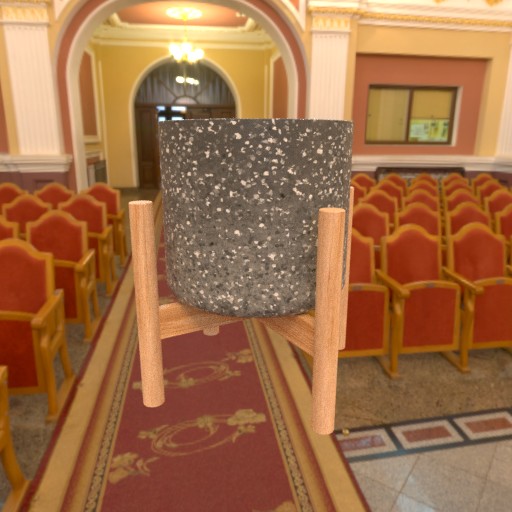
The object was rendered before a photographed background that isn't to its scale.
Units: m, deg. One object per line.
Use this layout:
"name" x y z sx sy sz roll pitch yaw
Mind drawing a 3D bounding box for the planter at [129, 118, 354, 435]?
"planter" 0.000 0.000 0.554 0.284 0.320 0.284 -2 15 -8
